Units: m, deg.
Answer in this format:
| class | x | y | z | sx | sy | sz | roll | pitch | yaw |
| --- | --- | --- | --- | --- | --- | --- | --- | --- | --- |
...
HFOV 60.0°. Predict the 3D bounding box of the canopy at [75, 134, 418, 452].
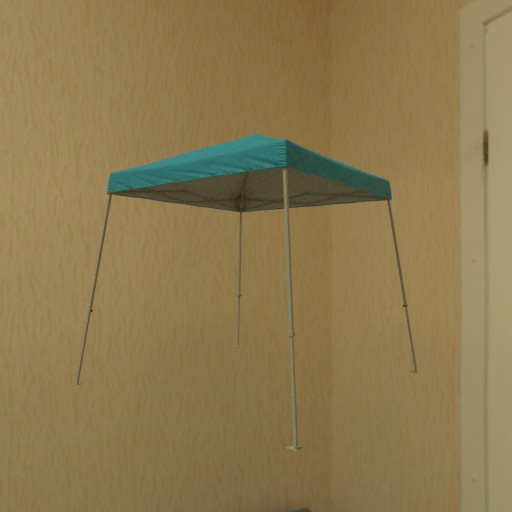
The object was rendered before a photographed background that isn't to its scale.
| class | x | y | z | sx | sy | sz | roll | pitch | yaw |
| --- | --- | --- | --- | --- | --- | --- | --- | --- | --- |
| canopy | 0.000 | 0.000 | 6.546 | 3.599 | 3.600 | 3.600 | 0 | -1 | 37 |
